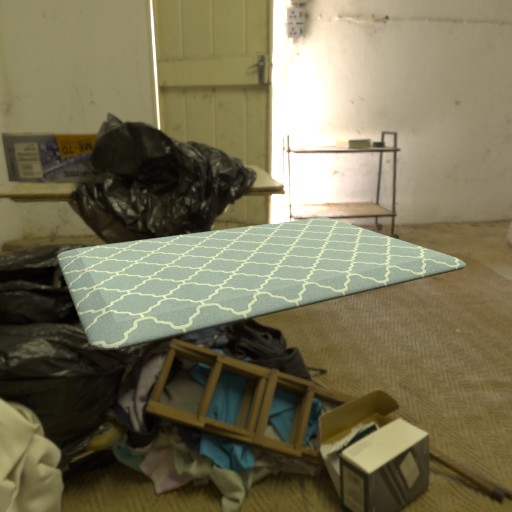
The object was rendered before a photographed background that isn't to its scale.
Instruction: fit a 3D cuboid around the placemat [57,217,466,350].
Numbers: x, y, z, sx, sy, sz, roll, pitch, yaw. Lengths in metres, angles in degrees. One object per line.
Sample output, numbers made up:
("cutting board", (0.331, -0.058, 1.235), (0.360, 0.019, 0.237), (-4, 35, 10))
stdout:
("placemat", (0.000, 0.000, 0.963), (0.762, 0.021, 0.508), (-9, 20, -27))
